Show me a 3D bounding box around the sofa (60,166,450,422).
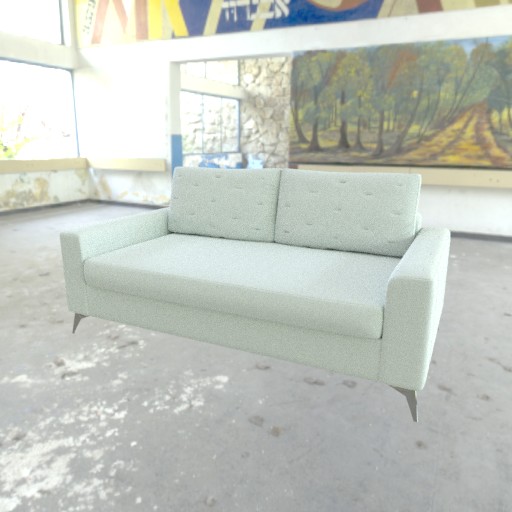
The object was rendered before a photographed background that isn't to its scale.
[{"bbox_3d":[0.000,0.000,2.112,1.650,0.790,0.920,7,16,25],"label":"sofa"}]
